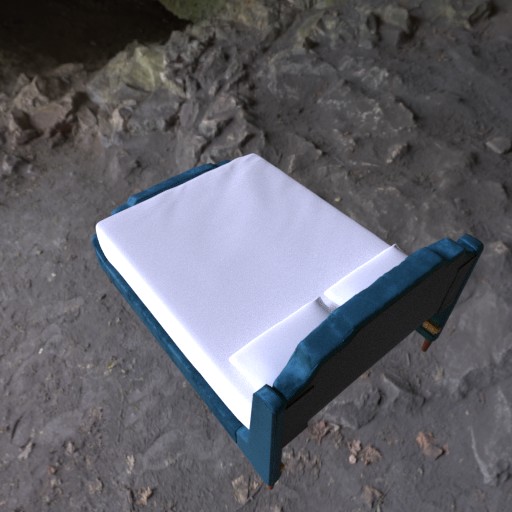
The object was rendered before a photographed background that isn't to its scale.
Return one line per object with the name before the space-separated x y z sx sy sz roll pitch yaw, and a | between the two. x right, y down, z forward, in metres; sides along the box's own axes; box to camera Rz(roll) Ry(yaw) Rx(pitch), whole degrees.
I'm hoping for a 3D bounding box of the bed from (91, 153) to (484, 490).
bed | 0.000 0.000 3.245 1.678 1.338 2.322 -30 53 -26
